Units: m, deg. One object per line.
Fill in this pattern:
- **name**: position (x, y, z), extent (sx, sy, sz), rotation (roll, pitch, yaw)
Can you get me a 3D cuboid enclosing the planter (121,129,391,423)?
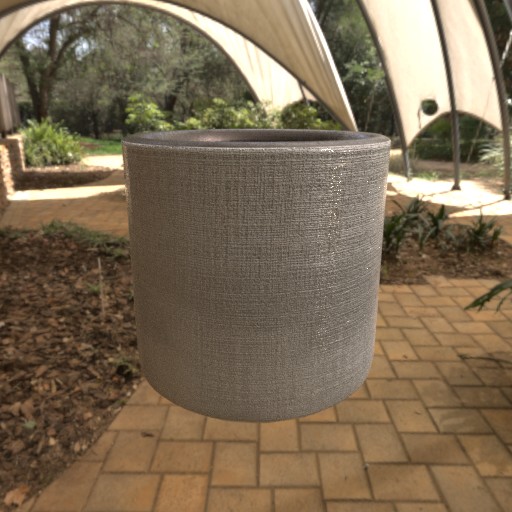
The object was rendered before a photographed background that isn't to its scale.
- **planter**: position (0.000, 0.000, 0.292), extent (0.160, 0.156, 0.160), rotation (0, 18, 0)
